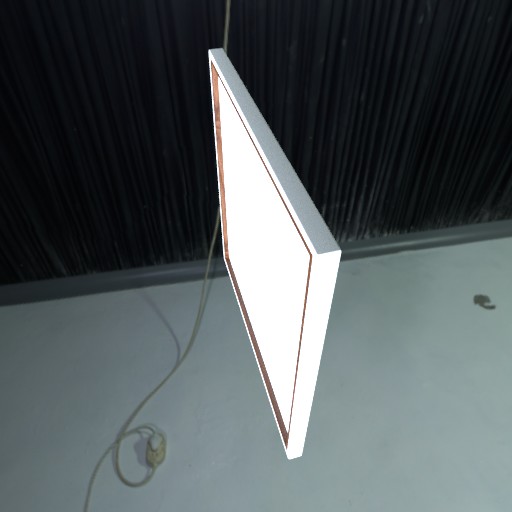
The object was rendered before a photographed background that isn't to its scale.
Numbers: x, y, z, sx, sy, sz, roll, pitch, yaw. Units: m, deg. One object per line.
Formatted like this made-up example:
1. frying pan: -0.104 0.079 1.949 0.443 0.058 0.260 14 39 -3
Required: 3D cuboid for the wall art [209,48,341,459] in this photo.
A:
1. wall art: 0.000 0.000 1.517 0.049 1.009 1.009 -11 47 -11
